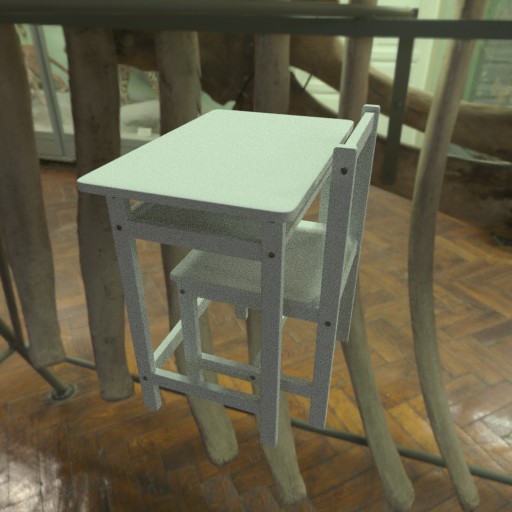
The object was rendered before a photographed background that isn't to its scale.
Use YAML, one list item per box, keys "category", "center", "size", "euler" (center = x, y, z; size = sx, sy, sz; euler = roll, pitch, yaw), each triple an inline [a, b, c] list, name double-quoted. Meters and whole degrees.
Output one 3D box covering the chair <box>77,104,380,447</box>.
- category: "chair"
  center: [0.000, 0.000, 1.077]
  size: [0.461, 0.673, 0.599]
  euler: [10, 32, 17]
